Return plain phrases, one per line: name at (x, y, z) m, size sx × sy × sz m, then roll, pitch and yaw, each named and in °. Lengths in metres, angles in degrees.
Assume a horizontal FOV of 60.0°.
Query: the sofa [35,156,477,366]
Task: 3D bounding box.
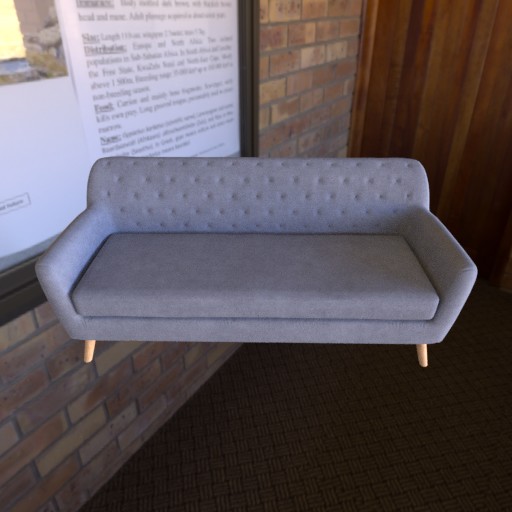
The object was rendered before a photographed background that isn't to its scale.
sofa at (0.000, 0.000, 2.355) m, size 1.970 × 0.830 × 0.830 m, roll 0°, pitch 30°, yaw 1°
